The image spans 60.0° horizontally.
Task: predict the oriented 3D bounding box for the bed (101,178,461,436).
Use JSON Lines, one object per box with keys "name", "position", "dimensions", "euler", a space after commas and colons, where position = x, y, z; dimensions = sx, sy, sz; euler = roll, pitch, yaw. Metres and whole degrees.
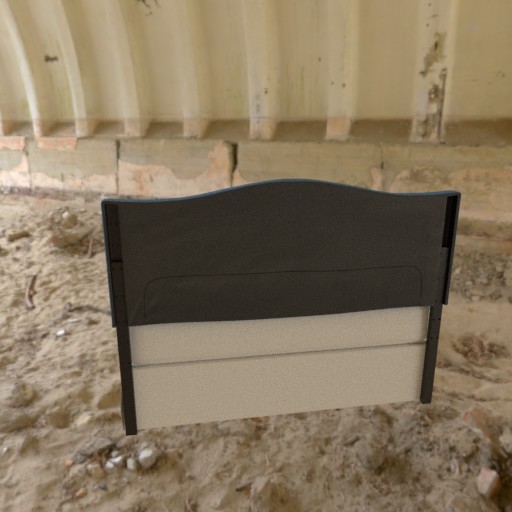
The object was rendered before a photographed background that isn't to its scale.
{"name": "bed", "position": [0.000, 0.000, 2.901], "dimensions": [1.610, 1.169, 1.872], "euler": [-3, 16, -9]}
